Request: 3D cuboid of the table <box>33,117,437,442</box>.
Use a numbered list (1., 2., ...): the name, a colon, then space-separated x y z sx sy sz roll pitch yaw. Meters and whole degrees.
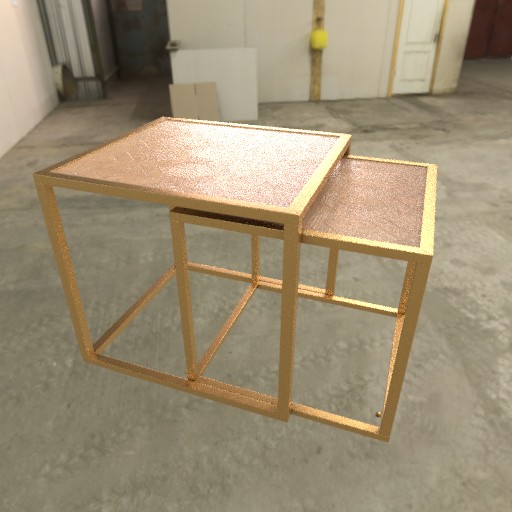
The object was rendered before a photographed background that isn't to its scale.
1. table: 0.000 0.000 1.097 0.762 0.505 0.505 11 32 17
